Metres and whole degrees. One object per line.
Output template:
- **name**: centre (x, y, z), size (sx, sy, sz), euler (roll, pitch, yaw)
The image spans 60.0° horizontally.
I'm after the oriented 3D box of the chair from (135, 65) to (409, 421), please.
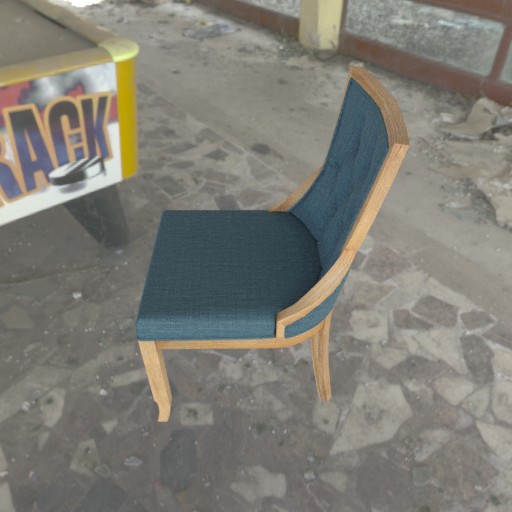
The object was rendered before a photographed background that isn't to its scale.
- **chair**: centre (0.000, 0.000, 1.319), size (0.641, 0.947, 0.524), euler (-1, 41, -1)
